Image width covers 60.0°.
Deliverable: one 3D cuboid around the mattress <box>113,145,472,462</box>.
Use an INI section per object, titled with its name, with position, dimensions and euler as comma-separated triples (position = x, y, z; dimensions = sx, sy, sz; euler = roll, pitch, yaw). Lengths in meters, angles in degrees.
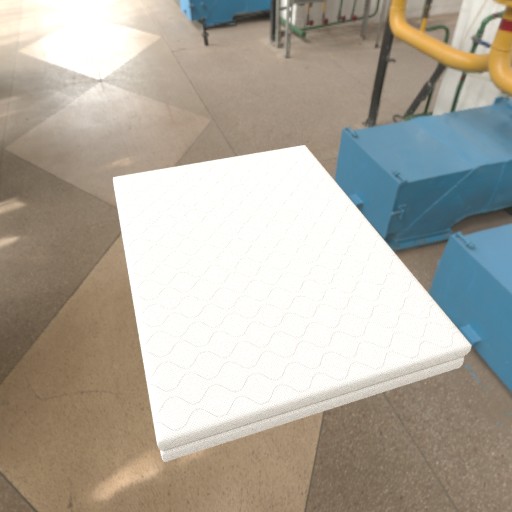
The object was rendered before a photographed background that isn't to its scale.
[mattress]
position = 0.000, 0.000, 2.520
dimensions = 1.400, 0.200, 1.900
euler = -13, 44, -13
